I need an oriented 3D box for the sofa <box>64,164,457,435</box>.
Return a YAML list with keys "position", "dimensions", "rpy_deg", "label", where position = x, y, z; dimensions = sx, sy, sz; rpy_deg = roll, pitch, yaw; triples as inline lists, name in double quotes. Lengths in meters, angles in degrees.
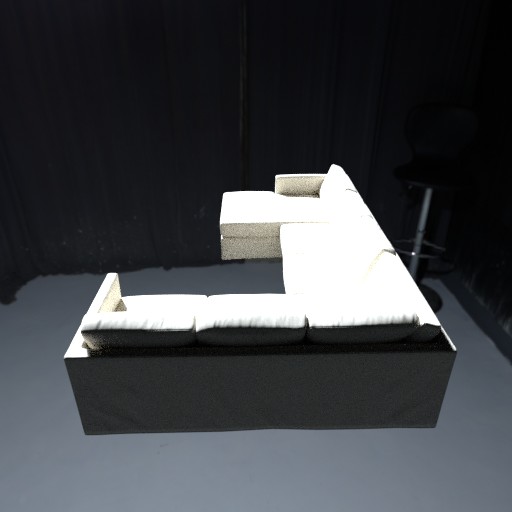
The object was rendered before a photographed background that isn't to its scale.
- position: [0.000, 0.000, 4.329]
  dimensions: [2.448, 0.882, 3.464]
  rpy_deg: [-1, 29, -2]
  label: "sofa"
